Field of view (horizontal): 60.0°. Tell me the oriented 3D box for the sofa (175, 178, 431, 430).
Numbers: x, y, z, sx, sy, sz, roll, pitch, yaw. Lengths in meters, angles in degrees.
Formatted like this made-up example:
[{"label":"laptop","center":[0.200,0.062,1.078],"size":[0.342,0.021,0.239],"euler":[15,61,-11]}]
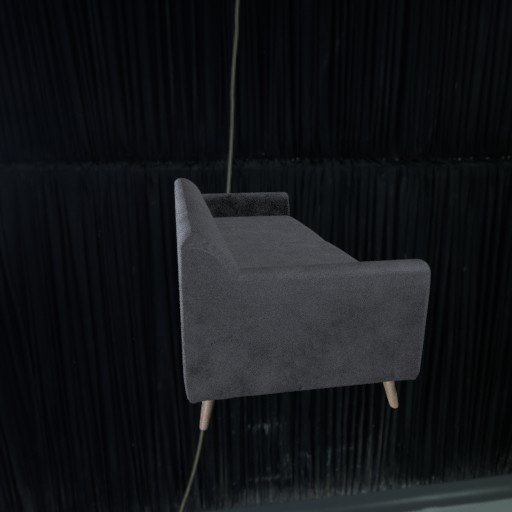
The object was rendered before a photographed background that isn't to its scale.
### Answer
[{"label":"sofa","center":[0.000,0.000,2.594],"size":[0.900,0.740,2.190],"euler":[-3,15,-10]}]
